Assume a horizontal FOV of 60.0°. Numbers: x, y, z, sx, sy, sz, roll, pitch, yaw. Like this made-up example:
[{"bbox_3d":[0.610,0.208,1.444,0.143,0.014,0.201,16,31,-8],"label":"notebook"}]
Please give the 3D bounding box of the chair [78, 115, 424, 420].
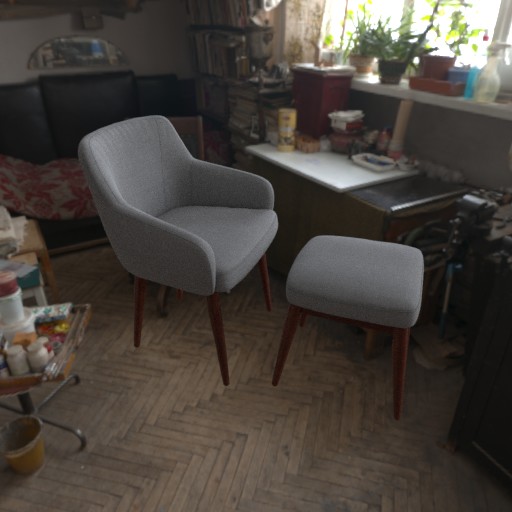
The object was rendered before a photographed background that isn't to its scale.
[{"bbox_3d":[0.000,0.000,1.525,1.107,0.799,0.584,10,31,18],"label":"chair"}]
